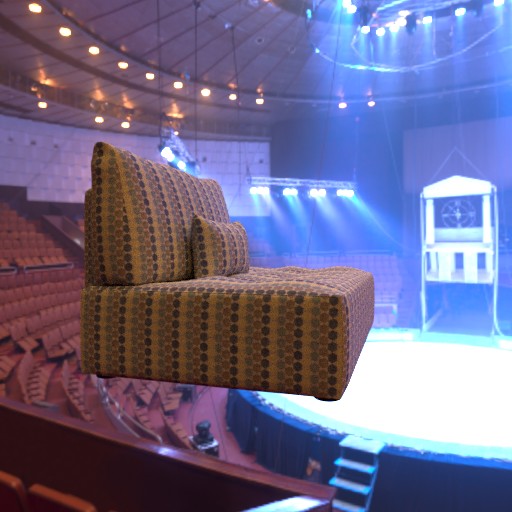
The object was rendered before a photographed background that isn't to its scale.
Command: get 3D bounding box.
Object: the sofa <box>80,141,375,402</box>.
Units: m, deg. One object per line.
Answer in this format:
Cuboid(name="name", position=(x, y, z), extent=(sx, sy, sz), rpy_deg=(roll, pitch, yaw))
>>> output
Cuboid(name="sofa", position=(0.000, 0.000, 2.058), extent=(1.000, 0.820, 1.450), rpy_deg=(0, 0, 18))
